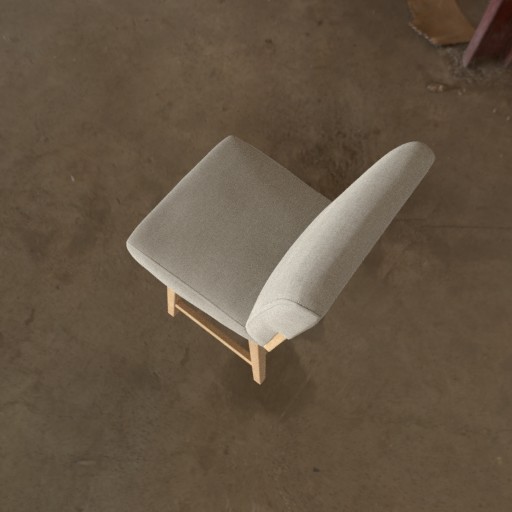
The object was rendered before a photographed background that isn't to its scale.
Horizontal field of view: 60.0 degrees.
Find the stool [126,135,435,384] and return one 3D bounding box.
[{"bbox_3d":[0.000,0.000,1.390,0.606,1.085,0.507,35,70,14],"label":"stool"}]
